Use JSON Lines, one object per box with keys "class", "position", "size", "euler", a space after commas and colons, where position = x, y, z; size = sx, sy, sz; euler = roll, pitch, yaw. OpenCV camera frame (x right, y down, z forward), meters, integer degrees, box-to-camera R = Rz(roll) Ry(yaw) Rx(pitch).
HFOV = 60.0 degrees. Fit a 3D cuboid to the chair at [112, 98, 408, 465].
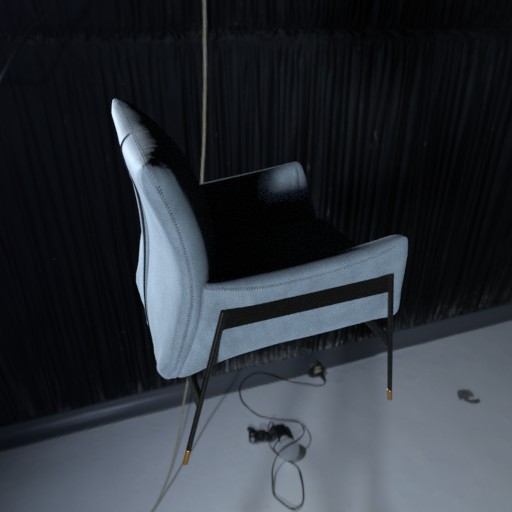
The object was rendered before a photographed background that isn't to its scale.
{"class": "chair", "position": [0.000, 0.000, 1.364], "size": [0.709, 0.858, 0.678], "euler": [-10, 31, -17]}
